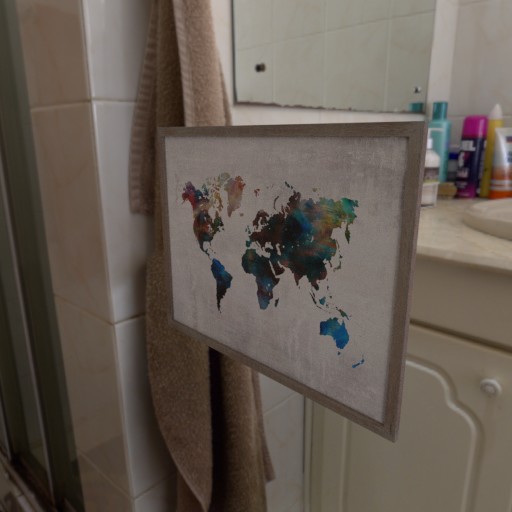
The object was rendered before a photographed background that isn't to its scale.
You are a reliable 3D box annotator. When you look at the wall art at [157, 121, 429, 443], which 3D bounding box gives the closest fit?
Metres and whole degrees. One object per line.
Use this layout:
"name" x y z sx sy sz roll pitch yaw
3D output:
"wall art" 0.000 0.000 1.367 0.019 0.774 1.012 -14 21 -42
